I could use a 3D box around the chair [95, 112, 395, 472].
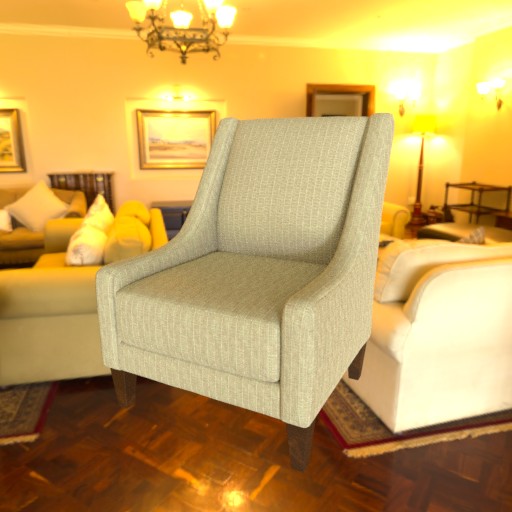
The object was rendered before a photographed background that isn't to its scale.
[{"bbox_3d":[0.000,0.000,1.608,0.774,1.014,0.870,7,16,27],"label":"chair"}]
